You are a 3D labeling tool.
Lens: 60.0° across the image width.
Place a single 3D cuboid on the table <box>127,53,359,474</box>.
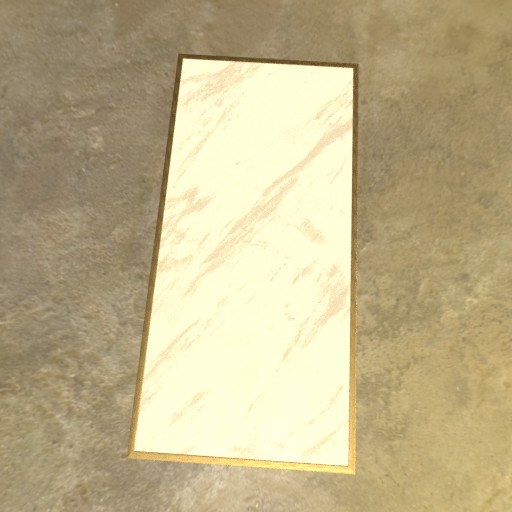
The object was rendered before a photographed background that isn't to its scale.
[{"bbox_3d":[0.000,0.000,1.455,0.577,0.405,1.197,4,75,1],"label":"table"}]
